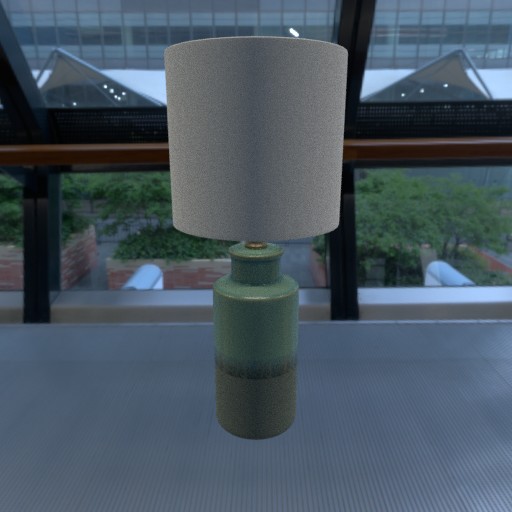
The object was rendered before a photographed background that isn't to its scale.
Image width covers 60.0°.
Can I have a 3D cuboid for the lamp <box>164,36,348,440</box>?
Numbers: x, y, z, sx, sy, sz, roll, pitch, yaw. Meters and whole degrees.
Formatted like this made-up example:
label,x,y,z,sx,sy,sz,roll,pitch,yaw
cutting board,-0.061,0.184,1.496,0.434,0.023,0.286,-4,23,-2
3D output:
label,x,y,z,sx,sy,sz,roll,pitch,yaw
lamp,0.000,0.000,0.589,0.212,0.493,0.212,-15,22,-42
